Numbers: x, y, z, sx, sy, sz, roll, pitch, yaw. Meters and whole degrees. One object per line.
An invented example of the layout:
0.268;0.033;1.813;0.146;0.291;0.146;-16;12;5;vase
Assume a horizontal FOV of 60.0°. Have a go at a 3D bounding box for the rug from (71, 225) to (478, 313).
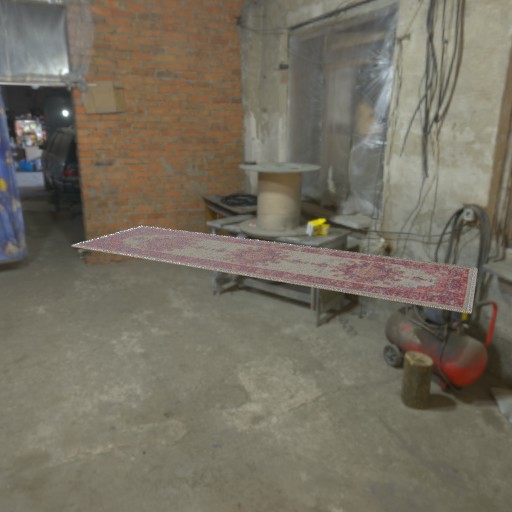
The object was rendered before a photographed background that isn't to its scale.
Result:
0.000;0.000;2.567;2.294;0.011;0.666;8;18;26;rug
